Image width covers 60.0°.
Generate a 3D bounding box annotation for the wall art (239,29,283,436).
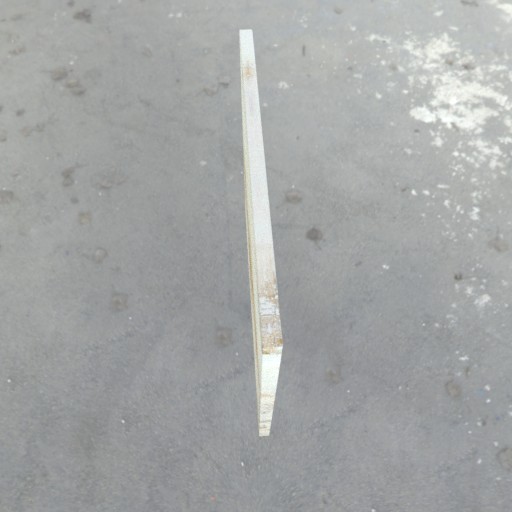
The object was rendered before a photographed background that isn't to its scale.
[{"bbox_3d":[0.000,0.000,1.537,0.040,1.018,1.015,-3,59,-2],"label":"wall art"}]
